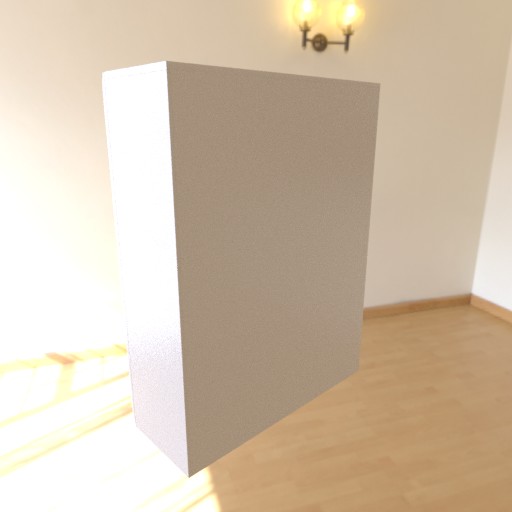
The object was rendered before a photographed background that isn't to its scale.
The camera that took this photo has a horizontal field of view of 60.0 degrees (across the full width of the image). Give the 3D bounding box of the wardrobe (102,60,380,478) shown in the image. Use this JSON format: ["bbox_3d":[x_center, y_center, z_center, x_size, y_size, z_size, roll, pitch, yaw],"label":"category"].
[{"bbox_3d":[0.000,0.000,1.609,0.900,1.200,0.360,-15,22,-41],"label":"wardrobe"}]
